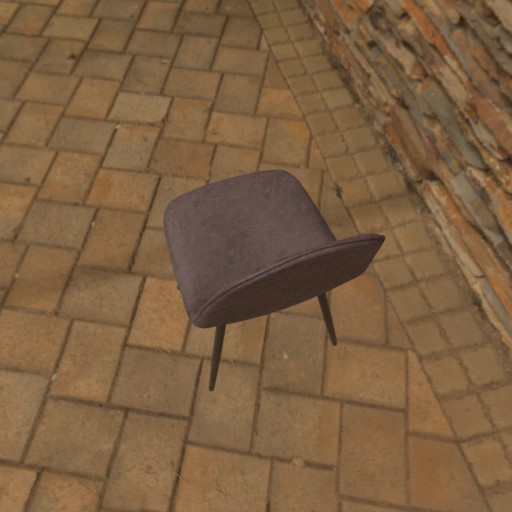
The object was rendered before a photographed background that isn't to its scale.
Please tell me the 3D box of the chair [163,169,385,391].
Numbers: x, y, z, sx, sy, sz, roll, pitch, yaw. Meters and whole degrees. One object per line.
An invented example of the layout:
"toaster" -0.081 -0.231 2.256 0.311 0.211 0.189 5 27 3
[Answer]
"chair" 0.000 0.000 1.227 0.472 0.889 0.561 -18 61 -10
